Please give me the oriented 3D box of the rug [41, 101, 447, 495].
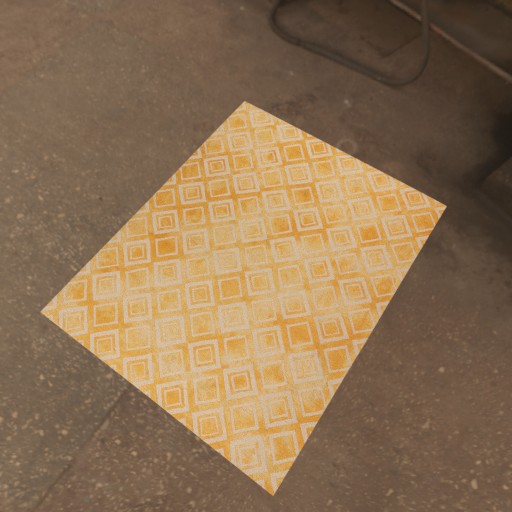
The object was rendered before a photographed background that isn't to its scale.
[{"bbox_3d":[0.000,0.000,4.077,2.433,0.011,3.037,32,67,15],"label":"rug"}]
